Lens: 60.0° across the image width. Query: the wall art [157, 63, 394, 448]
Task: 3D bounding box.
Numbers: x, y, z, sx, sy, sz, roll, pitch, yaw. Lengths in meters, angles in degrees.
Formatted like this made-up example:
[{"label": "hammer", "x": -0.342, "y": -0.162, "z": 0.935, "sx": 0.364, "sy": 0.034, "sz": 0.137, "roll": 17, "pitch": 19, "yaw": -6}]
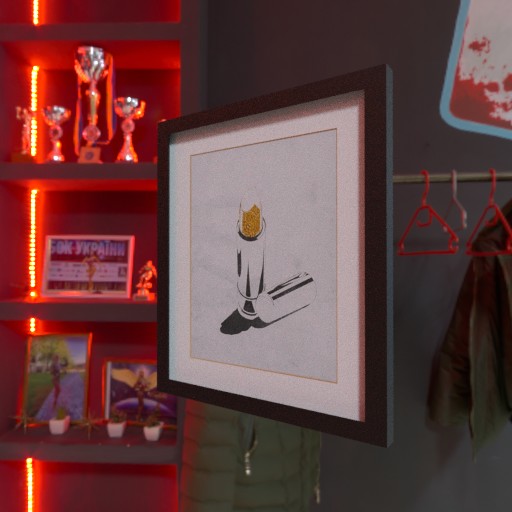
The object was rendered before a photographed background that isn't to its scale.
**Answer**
[{"label": "wall art", "x": 0.000, "y": 0.000, "z": 0.542, "sx": 0.330, "sy": 0.381, "sz": 0.019, "roll": 0, "pitch": -1, "yaw": 35}]
